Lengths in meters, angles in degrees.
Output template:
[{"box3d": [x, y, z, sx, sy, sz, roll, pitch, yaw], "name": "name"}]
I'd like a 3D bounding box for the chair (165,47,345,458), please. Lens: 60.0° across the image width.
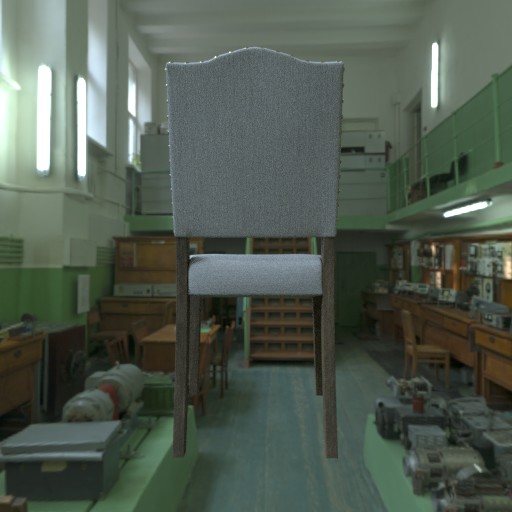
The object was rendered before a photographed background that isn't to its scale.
[{"box3d": [0.000, 0.000, 1.365, 0.508, 1.020, 0.620, 0, -1, 1], "name": "chair"}]
